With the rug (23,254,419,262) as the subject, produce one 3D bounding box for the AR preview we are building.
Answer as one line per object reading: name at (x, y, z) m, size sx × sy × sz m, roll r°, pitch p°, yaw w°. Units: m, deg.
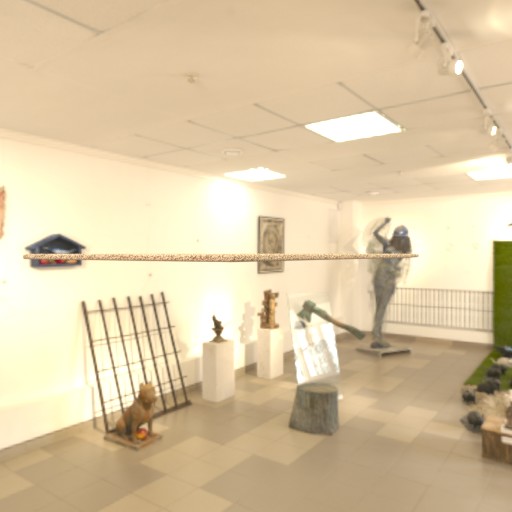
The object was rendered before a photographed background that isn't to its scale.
rug at (0.000, 0.000, 3.056) m, size 1.524 × 0.030 × 2.438 m, roll 0°, pitch 0°, yaw 36°
